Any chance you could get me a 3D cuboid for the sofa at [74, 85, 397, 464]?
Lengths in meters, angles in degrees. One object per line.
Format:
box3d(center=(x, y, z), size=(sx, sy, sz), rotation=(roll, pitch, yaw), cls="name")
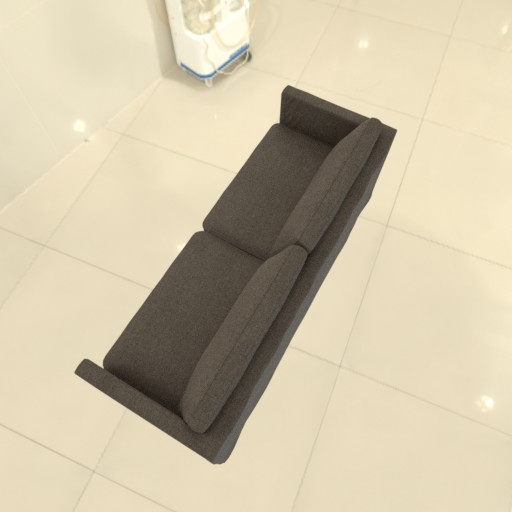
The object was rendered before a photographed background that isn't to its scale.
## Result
box3d(center=(0.000, 0.000, 3.376), size=(1.036, 0.998, 2.779), rotation=(27, 67, 13), cls="sofa")
